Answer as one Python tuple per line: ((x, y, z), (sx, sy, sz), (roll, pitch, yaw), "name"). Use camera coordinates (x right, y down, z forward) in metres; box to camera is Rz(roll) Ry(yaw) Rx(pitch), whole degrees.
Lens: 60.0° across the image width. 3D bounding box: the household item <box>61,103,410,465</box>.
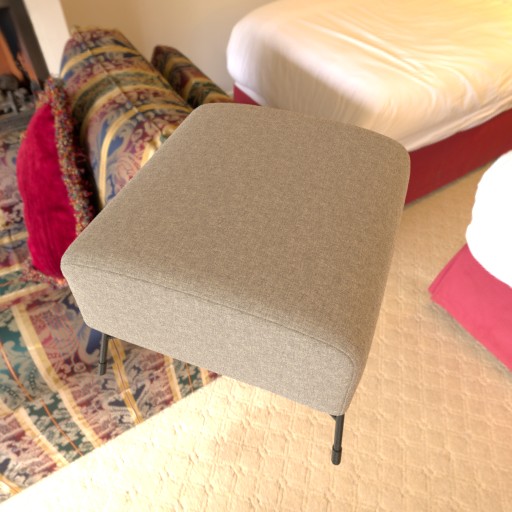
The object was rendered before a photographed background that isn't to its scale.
((0.000, 0.000, 0.899), (0.530, 0.410, 0.530), (16, 49, 14), "household item")
